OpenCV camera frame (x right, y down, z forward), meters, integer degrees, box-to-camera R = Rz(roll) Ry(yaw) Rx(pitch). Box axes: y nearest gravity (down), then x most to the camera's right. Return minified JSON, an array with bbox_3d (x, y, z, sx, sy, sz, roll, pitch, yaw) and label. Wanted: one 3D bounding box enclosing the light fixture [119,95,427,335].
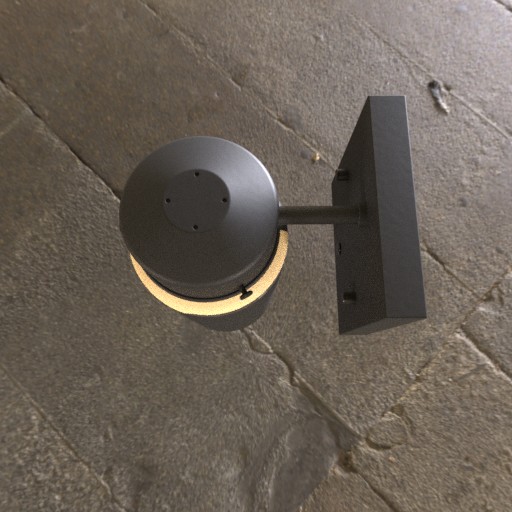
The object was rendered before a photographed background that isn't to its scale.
[{"bbox_3d":[0.000,0.000,0.367,0.176,0.257,0.130,0,76,0],"label":"light fixture"}]
